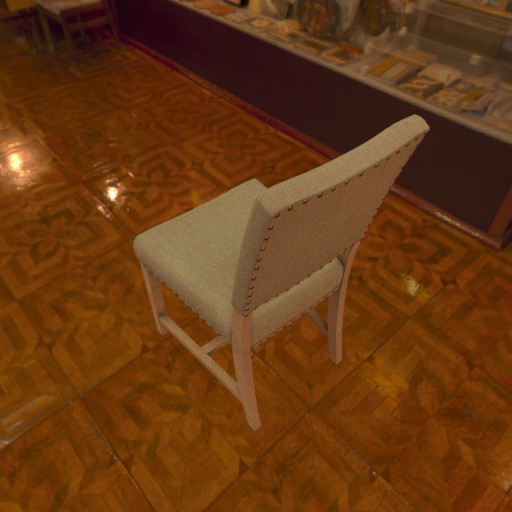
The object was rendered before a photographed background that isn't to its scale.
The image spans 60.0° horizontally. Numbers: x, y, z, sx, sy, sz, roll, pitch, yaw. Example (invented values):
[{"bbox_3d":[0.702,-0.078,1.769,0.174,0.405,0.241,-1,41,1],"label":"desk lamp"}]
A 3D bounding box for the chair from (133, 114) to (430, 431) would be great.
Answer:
[{"bbox_3d":[0.000,0.000,1.319,0.508,0.986,0.622,-31,53,-26],"label":"chair"}]
